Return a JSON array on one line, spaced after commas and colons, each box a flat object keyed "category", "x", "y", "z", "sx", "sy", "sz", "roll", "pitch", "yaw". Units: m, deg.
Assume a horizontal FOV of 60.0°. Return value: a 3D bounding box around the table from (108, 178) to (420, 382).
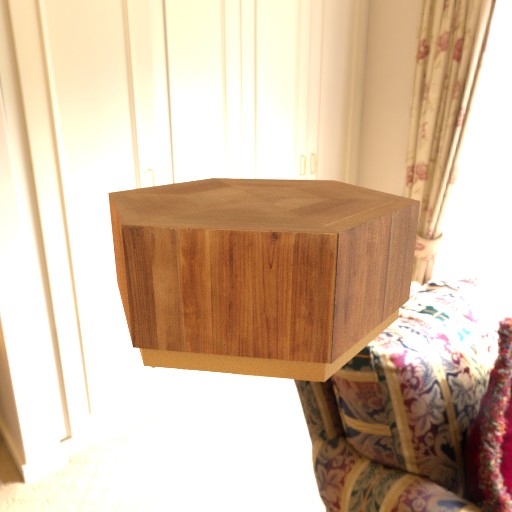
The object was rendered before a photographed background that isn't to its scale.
[{"category": "table", "x": 0.000, "y": 0.000, "z": 1.691, "sx": 1.154, "sy": 0.456, "sz": 1.000, "roll": 3, "pitch": 17, "yaw": 8}]
